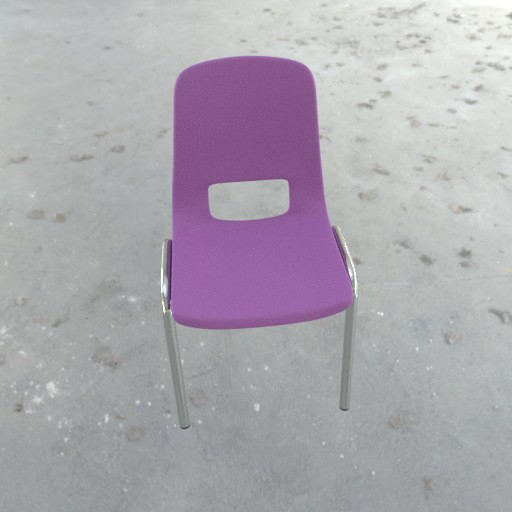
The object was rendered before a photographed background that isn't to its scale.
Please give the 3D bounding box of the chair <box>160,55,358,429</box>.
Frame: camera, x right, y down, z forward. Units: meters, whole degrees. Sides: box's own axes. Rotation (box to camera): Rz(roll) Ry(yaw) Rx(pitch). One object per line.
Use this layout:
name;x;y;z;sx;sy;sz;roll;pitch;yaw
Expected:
chair;0.000;0.000;0.683;0.291;0.493;0.301;-5;45;-5
